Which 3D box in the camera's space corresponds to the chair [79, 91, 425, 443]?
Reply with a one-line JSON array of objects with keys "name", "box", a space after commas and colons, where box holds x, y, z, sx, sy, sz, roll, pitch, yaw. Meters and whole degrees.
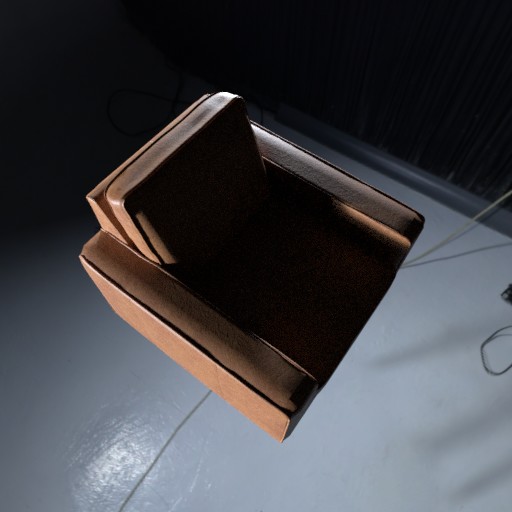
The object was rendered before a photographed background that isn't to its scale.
[{"name": "chair", "box": [0.000, 0.000, 1.796, 1.027, 0.901, 0.987, 30, 65, 16]}]
